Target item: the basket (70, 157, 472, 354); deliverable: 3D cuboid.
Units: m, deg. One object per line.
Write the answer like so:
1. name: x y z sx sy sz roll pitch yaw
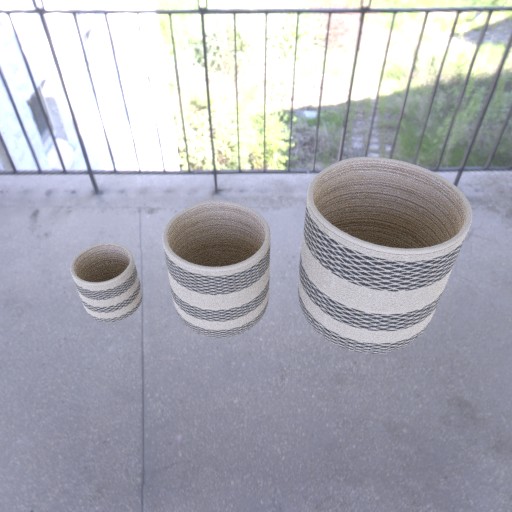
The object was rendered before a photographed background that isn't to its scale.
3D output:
1. basket: 0.000 0.000 1.077 0.917 0.356 0.351 1 43 1
